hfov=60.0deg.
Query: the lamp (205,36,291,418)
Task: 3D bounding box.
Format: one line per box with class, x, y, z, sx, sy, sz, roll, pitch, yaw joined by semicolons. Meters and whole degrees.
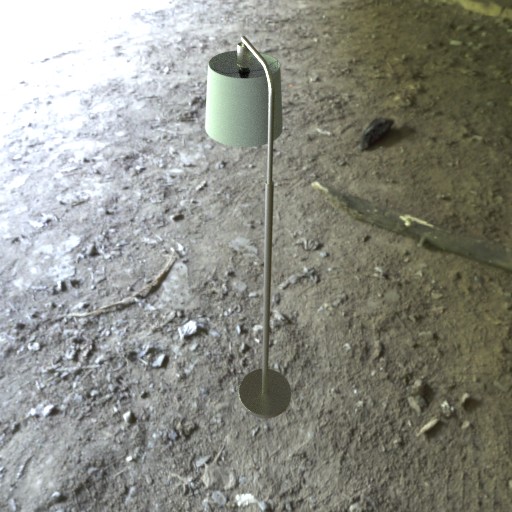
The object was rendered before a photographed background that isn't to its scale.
lamp;0.000;0.000;1.671;0.254;1.478;0.508;-12;42;-14
